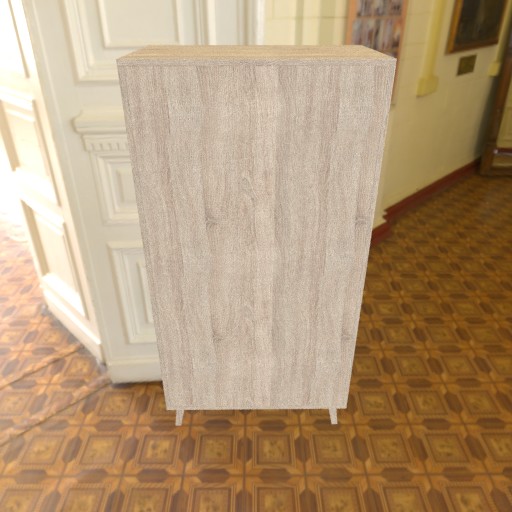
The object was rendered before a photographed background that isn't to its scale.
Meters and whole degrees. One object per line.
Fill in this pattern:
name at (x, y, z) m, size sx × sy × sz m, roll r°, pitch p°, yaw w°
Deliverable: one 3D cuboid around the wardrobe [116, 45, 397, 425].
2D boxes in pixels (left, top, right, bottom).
wardrobe at (0.000, 0.000, 2.324) m, size 1.000 × 1.960 × 0.600 m, roll 0°, pitch 30°, yaw -1°
